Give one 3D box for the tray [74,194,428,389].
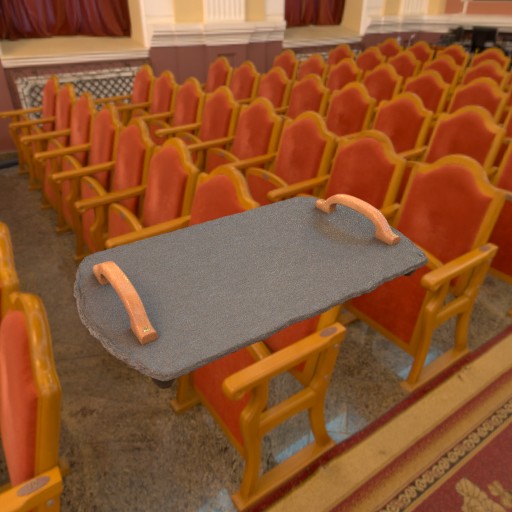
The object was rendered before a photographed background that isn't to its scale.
[{"bbox_3d":[0.000,0.000,0.498,0.387,0.062,0.231,-19,35,-29],"label":"tray"}]
